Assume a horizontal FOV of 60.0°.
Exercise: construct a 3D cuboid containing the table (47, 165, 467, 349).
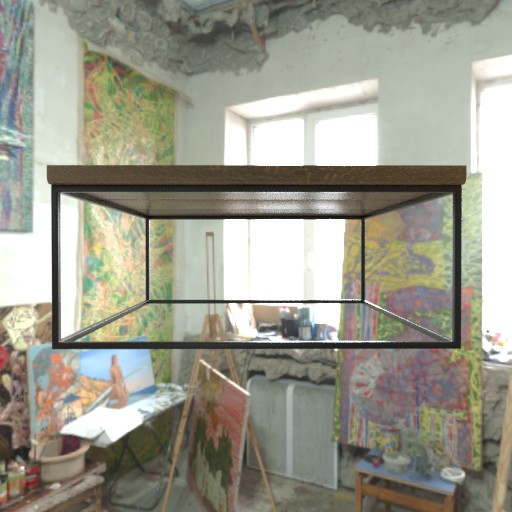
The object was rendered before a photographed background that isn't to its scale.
[{"bbox_3d":[0.000,0.000,1.402,0.900,0.400,0.900,0,1,0],"label":"table"}]
